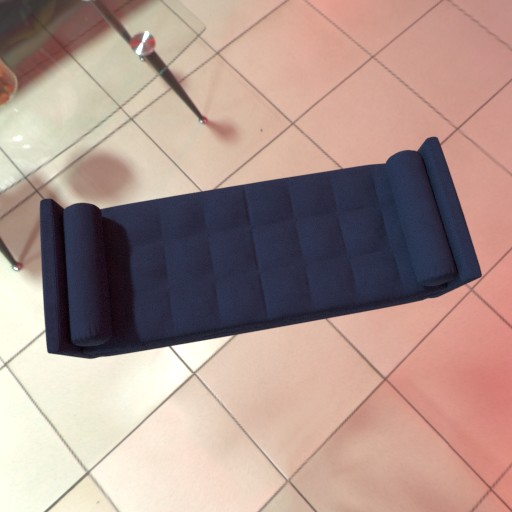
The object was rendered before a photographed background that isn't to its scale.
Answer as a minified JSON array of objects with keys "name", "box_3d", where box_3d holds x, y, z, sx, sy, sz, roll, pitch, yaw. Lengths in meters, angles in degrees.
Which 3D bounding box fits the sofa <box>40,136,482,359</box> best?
[{"name":"sofa","box_3d":[0.000,0.000,2.477,2.102,0.657,0.797,-10,75,-3]}]
